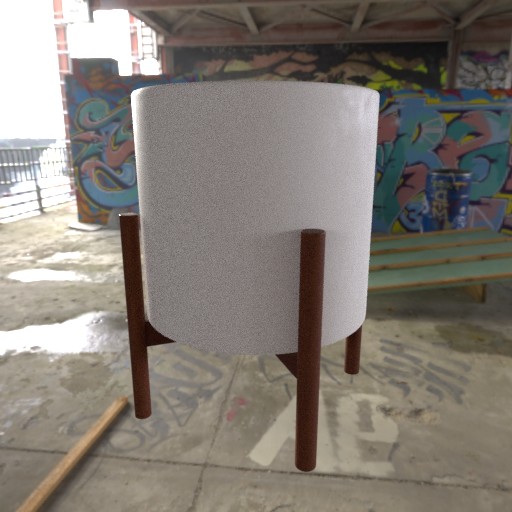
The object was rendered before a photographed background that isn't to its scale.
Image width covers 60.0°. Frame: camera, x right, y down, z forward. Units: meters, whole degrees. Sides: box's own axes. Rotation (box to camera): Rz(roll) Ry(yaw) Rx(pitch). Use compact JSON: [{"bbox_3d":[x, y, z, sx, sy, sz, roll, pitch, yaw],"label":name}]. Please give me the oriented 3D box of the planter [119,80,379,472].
[{"bbox_3d":[0.000,0.000,0.848,0.420,0.581,0.421,7,17,26],"label":"planter"}]
